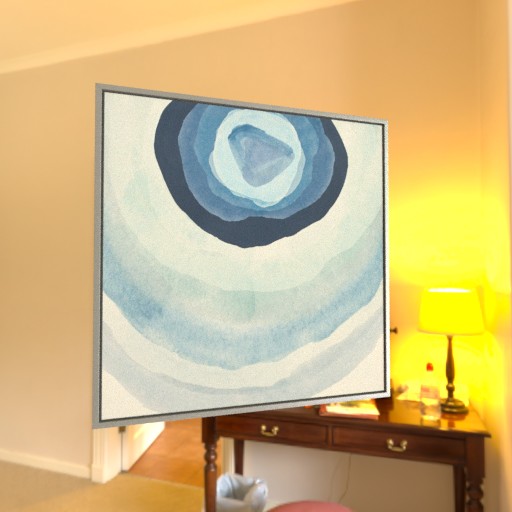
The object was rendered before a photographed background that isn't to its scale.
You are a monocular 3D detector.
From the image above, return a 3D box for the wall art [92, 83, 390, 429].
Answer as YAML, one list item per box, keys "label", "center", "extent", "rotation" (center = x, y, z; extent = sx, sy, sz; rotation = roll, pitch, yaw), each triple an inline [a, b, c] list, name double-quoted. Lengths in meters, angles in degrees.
- label: "wall art"
  center: [0.000, 0.000, 1.177]
  extent: [0.809, 0.807, 0.038]
  rotation: [1, -2, -19]
